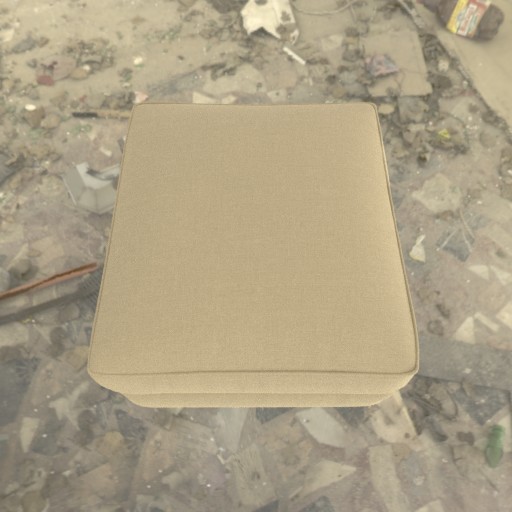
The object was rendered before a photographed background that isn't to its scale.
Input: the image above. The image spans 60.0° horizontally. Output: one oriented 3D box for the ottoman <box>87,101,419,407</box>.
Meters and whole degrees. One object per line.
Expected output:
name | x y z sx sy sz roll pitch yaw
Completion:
ottoman | 0.000 0.000 1.133 0.662 0.505 0.716 0 62 0
